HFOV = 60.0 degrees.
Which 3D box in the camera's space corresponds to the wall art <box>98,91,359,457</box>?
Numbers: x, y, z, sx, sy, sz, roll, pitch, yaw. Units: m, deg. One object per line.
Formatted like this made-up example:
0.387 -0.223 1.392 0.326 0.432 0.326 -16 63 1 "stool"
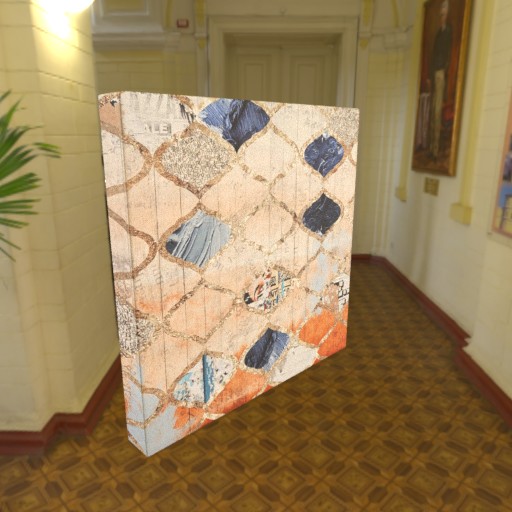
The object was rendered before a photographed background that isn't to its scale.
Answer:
0.000 0.000 0.464 0.303 0.304 0.036 -14 21 -43 "wall art"
